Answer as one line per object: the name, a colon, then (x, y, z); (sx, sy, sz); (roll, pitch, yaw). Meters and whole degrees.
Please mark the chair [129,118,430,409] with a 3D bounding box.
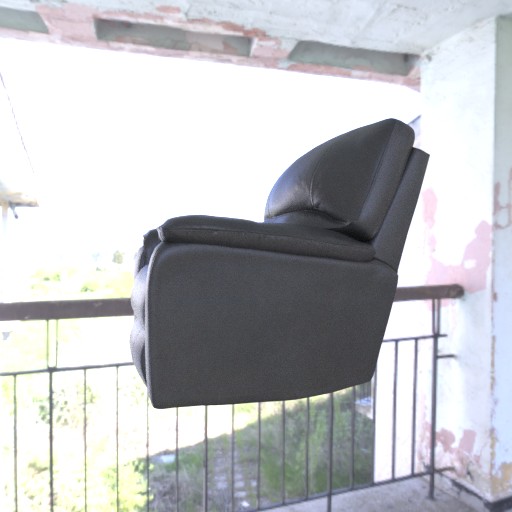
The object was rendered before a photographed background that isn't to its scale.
chair: (0.000, 0.000, 1.979); (1.087, 1.109, 1.096); (0, 1, -18)
